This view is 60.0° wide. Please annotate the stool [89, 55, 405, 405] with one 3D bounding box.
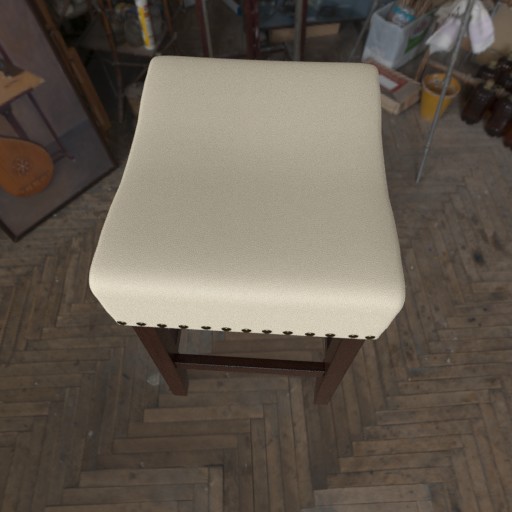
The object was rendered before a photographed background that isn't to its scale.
[{"bbox_3d":[0.000,0.000,0.913,0.401,0.609,0.471,3,59,2],"label":"stool"}]
